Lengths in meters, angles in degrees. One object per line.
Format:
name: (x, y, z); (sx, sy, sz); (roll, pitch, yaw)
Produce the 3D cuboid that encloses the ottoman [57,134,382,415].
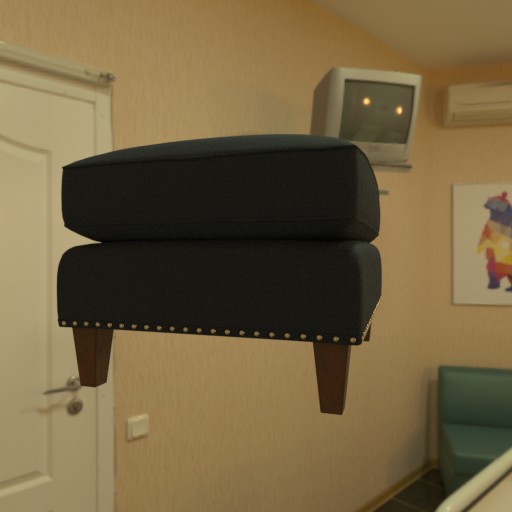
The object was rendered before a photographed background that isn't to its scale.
ottoman: (0.000, 0.000, 1.115); (0.584, 0.513, 0.741); (0, 0, 18)
